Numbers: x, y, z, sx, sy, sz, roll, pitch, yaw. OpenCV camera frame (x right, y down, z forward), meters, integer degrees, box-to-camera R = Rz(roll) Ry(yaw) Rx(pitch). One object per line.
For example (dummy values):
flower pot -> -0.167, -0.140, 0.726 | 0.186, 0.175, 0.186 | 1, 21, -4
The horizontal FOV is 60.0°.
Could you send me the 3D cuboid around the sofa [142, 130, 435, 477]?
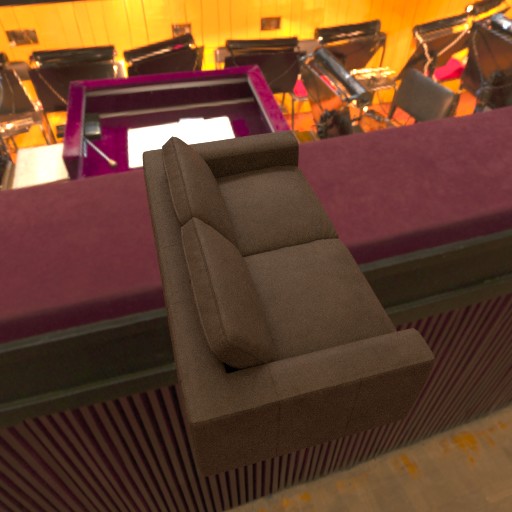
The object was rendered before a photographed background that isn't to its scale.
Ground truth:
sofa -> 0.000, 0.000, 2.489 | 1.070, 0.800, 1.920 | -11, 47, -11
